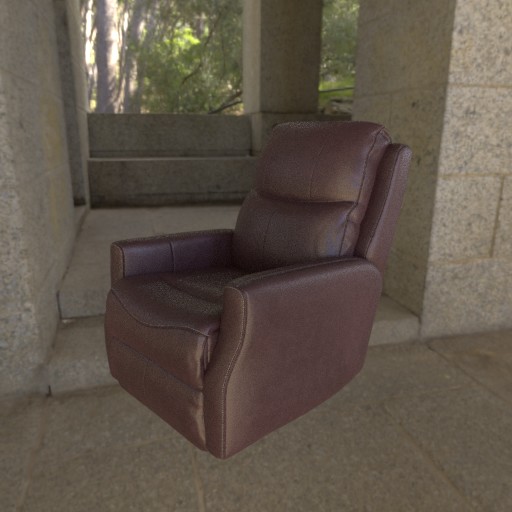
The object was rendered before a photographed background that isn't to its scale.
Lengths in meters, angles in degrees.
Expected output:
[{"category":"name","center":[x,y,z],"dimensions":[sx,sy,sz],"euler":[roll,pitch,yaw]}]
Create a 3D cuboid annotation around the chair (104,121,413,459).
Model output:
[{"category":"chair","center":[0.000,0.000,1.753],"dimensions":[1.080,1.030,0.829],"euler":[-15,22,-43]}]
